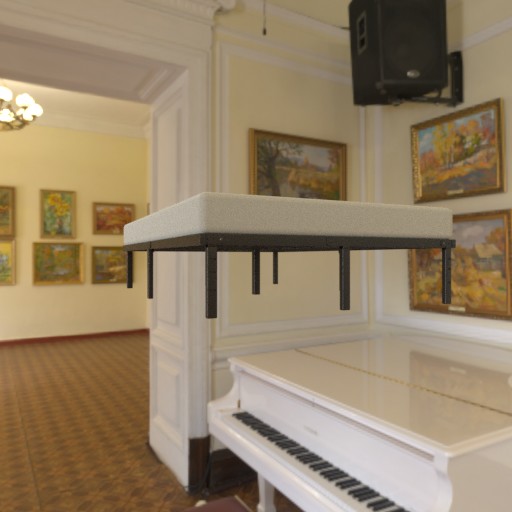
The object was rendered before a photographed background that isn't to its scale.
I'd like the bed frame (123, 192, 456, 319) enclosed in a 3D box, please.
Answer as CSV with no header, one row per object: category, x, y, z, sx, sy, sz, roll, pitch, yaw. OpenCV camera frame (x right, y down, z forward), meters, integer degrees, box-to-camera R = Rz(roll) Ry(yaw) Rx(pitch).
bed frame,0.000,0.000,3.922,2.205,0.680,2.842,0,0,-18
